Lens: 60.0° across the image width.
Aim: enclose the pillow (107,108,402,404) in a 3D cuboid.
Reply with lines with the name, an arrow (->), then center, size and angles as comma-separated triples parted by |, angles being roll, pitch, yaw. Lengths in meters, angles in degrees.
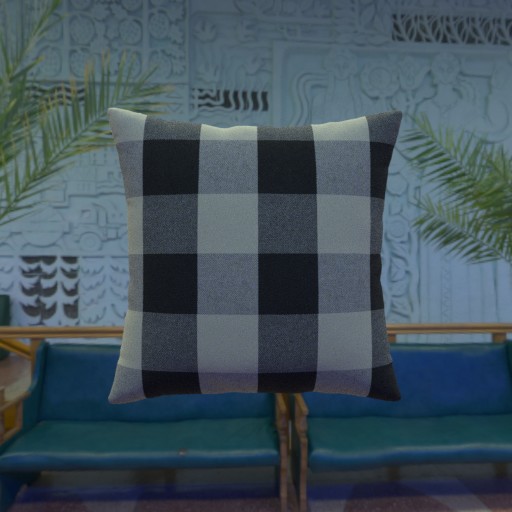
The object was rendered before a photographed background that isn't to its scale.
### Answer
pillow -> 0.000, 0.000, 0.769 | 0.511, 0.509, 0.161 | 0, 0, -1
